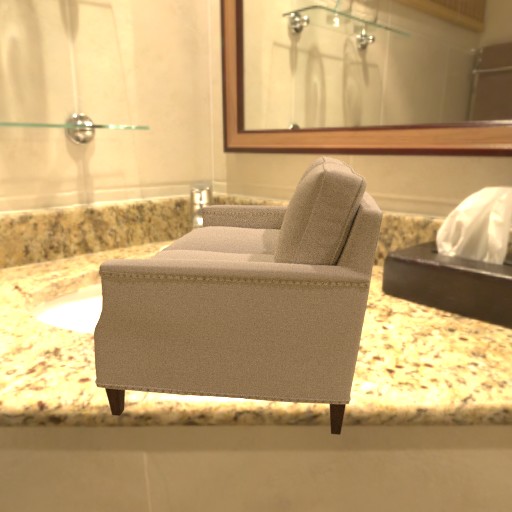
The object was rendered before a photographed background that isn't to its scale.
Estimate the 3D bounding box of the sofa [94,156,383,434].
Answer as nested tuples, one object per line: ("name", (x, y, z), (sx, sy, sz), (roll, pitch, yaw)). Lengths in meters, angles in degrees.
("sofa", (0.000, 0.000, 2.338), (1.084, 1.003, 1.597), (2, 15, 8))
